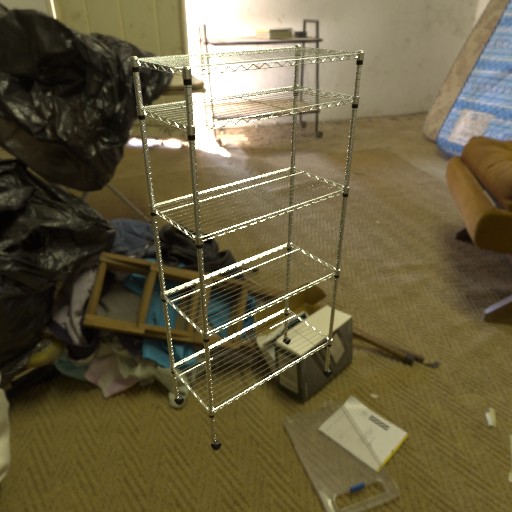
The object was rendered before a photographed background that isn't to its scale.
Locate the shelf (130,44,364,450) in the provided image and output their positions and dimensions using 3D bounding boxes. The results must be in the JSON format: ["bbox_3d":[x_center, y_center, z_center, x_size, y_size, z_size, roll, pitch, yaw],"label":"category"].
[{"bbox_3d":[0.000,0.000,1.901,0.762,1.587,0.356,-22,36,-33],"label":"shelf"}]
